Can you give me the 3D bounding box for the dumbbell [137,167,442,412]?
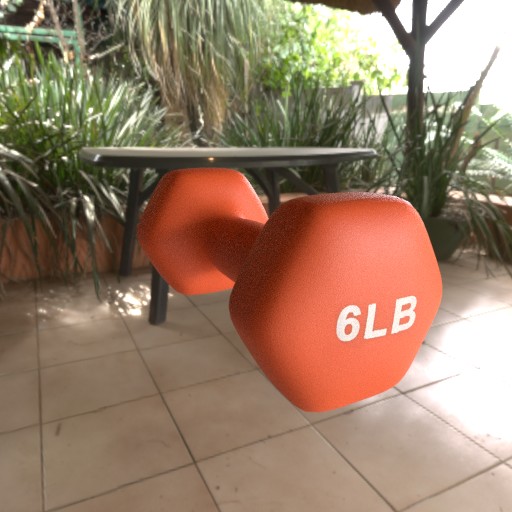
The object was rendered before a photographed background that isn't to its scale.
[{"bbox_3d":[0.000,0.000,0.204,0.079,0.071,0.162,-8,17,-26],"label":"dumbbell"}]
